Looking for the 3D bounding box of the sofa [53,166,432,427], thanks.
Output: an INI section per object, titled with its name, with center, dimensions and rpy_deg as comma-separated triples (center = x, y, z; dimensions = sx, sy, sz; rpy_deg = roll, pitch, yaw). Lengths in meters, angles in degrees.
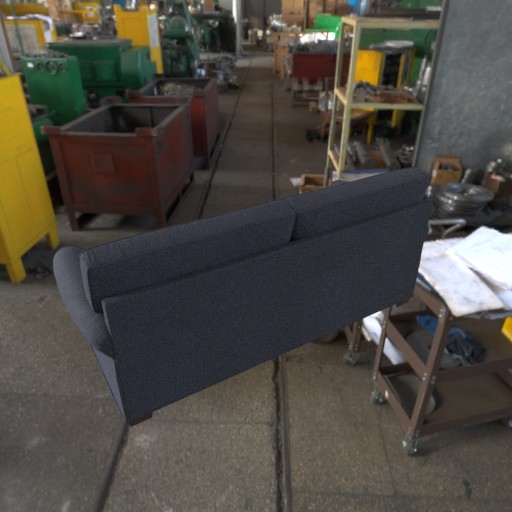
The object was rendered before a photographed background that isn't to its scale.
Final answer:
[sofa]
center = 0.000, 0.000, 2.932
dimensions = 2.391, 1.026, 0.954
rpy_deg = -17, 34, -27
